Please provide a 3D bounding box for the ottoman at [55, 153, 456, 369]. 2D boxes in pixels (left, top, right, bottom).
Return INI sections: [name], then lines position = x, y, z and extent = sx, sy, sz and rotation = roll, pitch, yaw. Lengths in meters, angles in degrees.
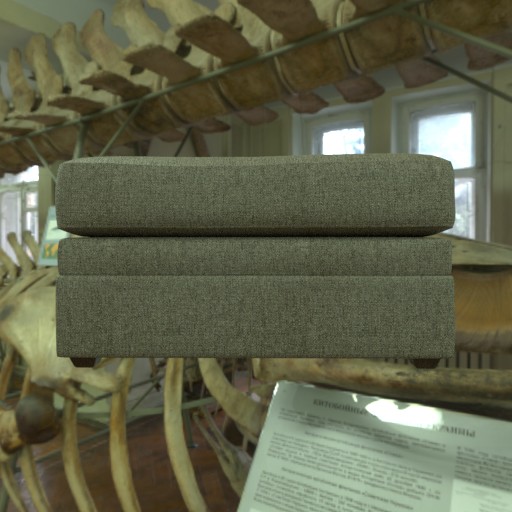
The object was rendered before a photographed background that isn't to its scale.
[ottoman]
position = 0.000, 0.000, 1.228
extent = 0.885, 0.478, 0.637
rotation = 0, 1, 1
